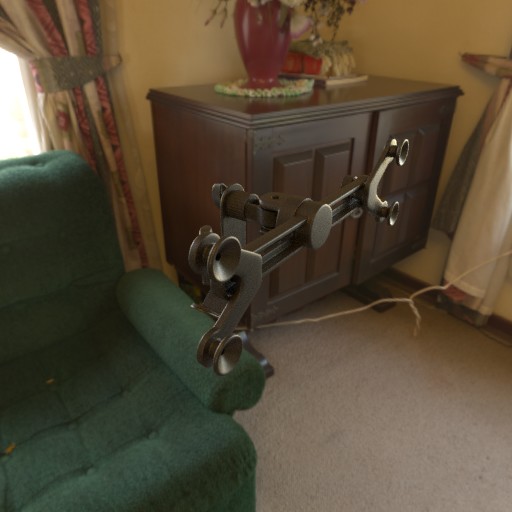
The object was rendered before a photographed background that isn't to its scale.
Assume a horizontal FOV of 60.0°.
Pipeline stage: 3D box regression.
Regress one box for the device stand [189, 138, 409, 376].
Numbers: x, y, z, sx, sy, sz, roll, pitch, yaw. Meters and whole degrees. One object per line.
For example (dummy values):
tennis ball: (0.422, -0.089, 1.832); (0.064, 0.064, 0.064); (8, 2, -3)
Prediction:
device stand: (0.000, 0.000, 0.368); (0.142, 0.166, 0.270); (18, 32, 31)
